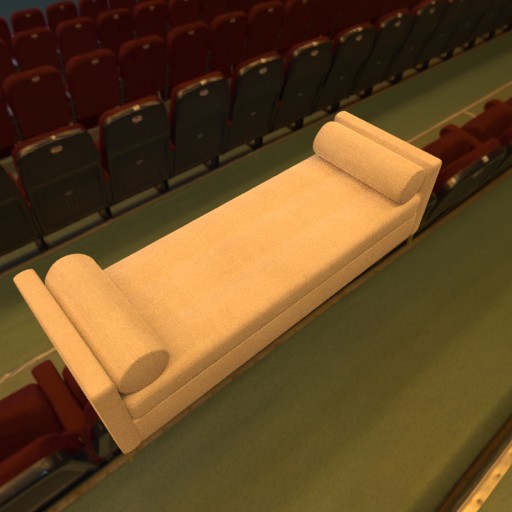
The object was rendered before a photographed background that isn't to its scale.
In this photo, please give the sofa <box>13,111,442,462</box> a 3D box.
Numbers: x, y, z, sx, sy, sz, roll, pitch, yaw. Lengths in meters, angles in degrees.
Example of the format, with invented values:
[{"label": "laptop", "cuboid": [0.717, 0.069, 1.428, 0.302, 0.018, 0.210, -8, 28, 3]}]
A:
[{"label": "sofa", "cuboid": [0.000, 0.000, 2.240, 1.981, 0.635, 0.686, -33, 55, -27]}]
